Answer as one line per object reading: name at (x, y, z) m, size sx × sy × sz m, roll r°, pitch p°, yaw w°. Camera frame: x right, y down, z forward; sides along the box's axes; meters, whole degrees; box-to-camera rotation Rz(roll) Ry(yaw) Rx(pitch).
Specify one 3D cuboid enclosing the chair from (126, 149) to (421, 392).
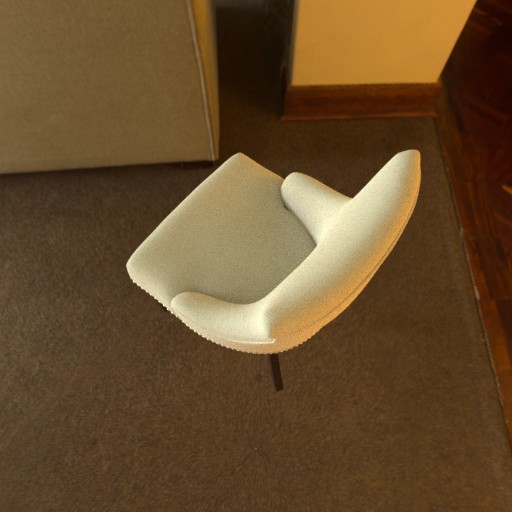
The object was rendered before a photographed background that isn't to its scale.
chair at (0.000, 0.000, 1.324) m, size 0.629 × 0.909 × 0.566 m, roll 37°, pitch 71°, yaw 15°
